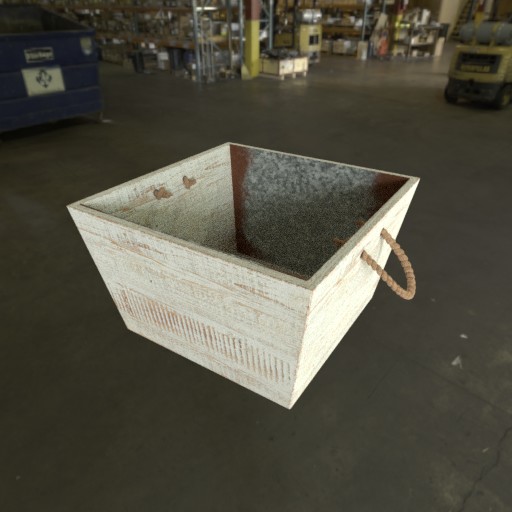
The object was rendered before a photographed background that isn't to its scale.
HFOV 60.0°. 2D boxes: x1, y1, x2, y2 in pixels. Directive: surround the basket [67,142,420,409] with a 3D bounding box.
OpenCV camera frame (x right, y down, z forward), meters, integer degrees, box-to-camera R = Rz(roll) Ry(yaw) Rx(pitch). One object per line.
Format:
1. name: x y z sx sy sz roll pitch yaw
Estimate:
1. basket: 0.000 0.000 0.780 0.545 0.247 0.413 18 35 28
